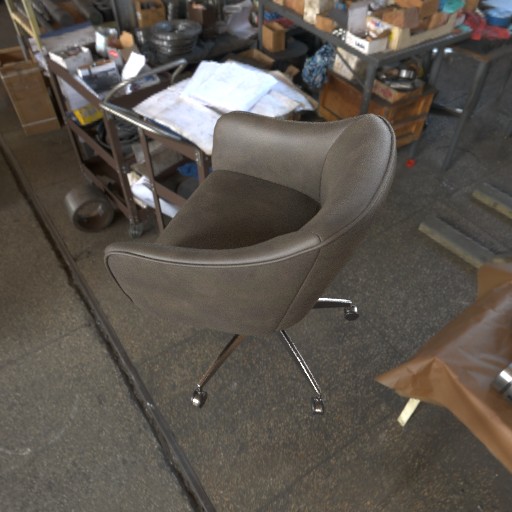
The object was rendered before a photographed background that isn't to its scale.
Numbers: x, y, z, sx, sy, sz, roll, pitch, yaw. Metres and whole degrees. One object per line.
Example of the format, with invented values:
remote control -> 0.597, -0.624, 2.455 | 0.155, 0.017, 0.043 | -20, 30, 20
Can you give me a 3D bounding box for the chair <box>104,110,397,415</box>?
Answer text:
chair -> 0.000, 0.000, 1.360 | 0.689, 0.827, 0.713 | 16, 49, 15
